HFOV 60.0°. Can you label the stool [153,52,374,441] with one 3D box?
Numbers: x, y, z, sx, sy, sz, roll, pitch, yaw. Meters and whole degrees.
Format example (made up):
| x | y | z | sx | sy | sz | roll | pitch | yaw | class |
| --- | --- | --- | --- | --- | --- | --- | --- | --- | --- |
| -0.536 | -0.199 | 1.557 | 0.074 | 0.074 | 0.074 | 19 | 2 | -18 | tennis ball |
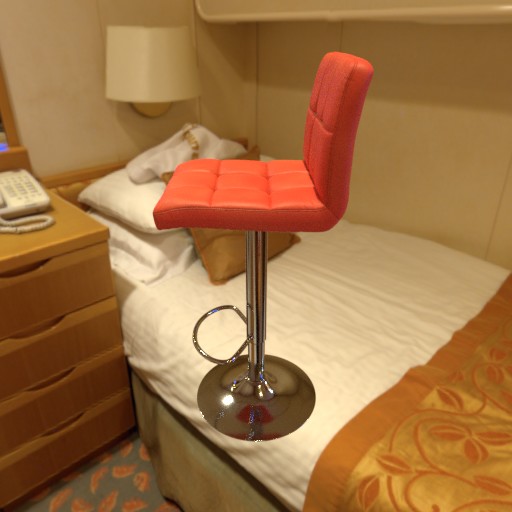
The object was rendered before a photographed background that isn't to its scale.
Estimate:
| x | y | z | sx | sy | sz | roll | pitch | yaw | class |
| --- | --- | --- | --- | --- | --- | --- | --- | --- | --- |
| 0.000 | 0.000 | 1.343 | 0.505 | 1.115 | 0.430 | 0 | 27 | 0 | stool |
